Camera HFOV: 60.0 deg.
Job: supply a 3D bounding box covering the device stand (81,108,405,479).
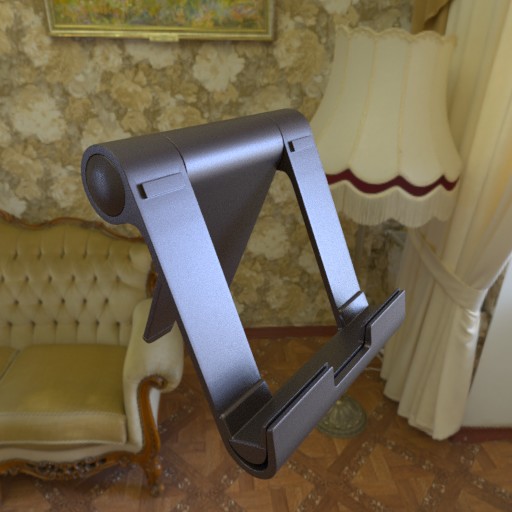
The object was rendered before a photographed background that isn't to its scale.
[{"bbox_3d":[0.000,0.000,0.150,0.079,0.084,0.088,19,32,34],"label":"device stand"}]
